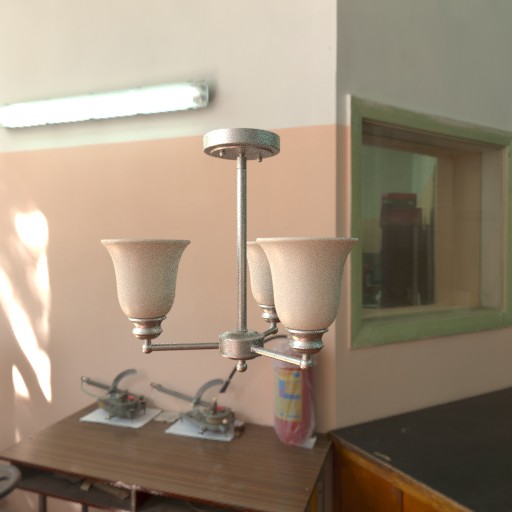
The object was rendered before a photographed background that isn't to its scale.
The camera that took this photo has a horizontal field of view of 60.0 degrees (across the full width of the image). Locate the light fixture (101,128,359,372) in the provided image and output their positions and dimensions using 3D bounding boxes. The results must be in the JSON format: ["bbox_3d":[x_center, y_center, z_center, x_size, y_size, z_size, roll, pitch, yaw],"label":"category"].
[{"bbox_3d":[0.000,0.000,0.673,0.388,0.370,0.354,-1,1,-38],"label":"light fixture"}]
